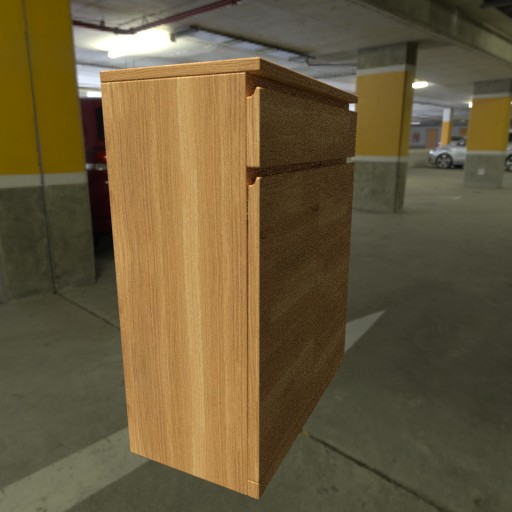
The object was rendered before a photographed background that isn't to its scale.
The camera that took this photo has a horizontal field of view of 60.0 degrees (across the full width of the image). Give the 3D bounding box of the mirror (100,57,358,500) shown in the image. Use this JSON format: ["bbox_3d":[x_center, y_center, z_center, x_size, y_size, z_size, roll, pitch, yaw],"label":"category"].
[{"bbox_3d":[0.000,0.000,1.388,0.400,1.000,0.800,7,16,25],"label":"mirror"}]
